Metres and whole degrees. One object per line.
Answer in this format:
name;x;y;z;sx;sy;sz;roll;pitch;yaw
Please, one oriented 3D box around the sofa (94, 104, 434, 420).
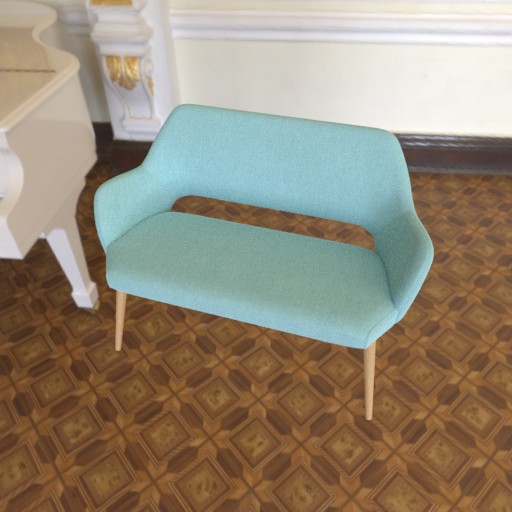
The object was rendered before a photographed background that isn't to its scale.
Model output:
sofa;0.000;0.000;1.632;1.150;0.840;0.610;12;43;13
